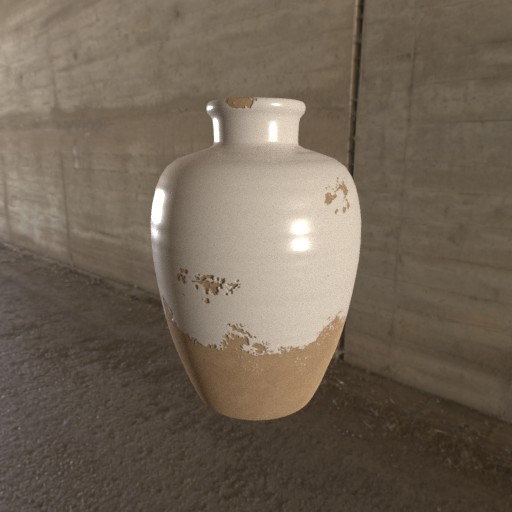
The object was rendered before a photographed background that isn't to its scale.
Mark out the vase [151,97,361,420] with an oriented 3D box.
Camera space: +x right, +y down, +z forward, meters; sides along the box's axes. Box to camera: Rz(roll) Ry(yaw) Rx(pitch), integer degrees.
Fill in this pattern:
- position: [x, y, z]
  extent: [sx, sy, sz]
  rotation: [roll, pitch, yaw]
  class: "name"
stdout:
- position: [0.000, 0.000, 0.347]
  extent: [0.158, 0.228, 0.158]
  rotation: [0, 14, 0]
  class: "vase"
